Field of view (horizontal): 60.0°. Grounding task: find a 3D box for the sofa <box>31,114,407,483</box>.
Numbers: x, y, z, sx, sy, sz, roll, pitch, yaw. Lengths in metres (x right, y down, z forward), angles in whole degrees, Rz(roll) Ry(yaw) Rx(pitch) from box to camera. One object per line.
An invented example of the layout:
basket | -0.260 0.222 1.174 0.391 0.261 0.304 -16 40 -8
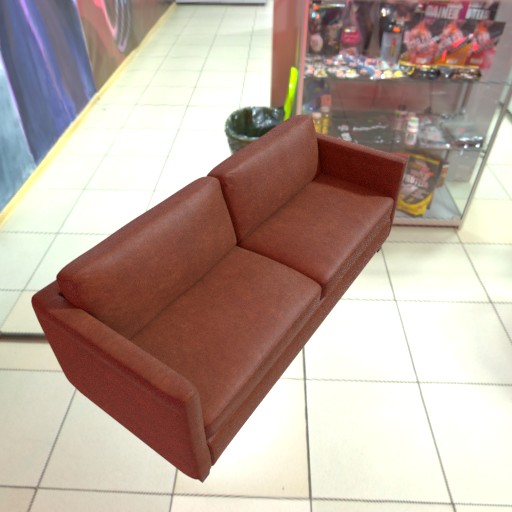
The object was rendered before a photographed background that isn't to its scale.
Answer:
sofa | 0.000 0.000 2.611 0.950 0.932 2.204 25 47 26
